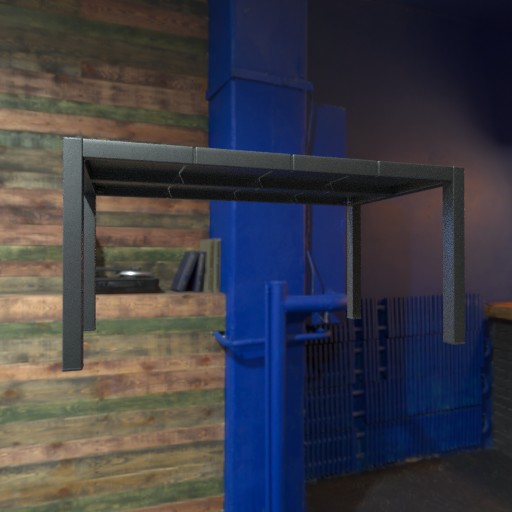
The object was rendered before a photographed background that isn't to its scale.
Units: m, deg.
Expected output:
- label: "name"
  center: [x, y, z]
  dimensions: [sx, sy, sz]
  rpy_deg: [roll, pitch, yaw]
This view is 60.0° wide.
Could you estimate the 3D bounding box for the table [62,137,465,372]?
- label: "table"
  center: [0.000, 0.000, 1.275]
  dimensions: [0.965, 0.460, 0.559]
  rpy_deg: [0, -1, -17]
